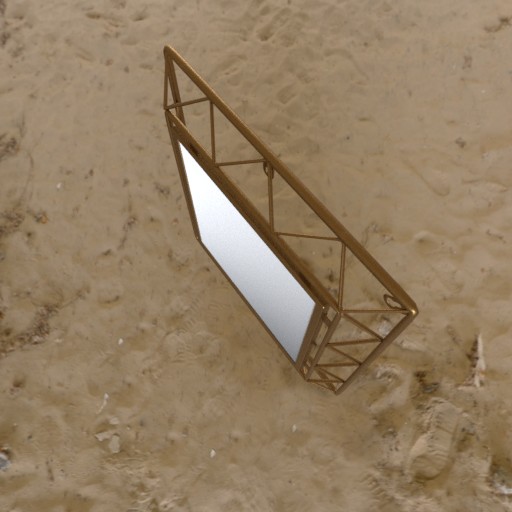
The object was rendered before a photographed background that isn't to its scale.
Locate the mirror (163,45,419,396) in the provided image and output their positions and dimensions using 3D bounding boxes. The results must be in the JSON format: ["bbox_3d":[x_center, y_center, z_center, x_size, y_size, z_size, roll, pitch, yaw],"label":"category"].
[{"bbox_3d":[0.000,0.000,0.623,0.046,0.414,0.416,-33,68,-15],"label":"mirror"}]
